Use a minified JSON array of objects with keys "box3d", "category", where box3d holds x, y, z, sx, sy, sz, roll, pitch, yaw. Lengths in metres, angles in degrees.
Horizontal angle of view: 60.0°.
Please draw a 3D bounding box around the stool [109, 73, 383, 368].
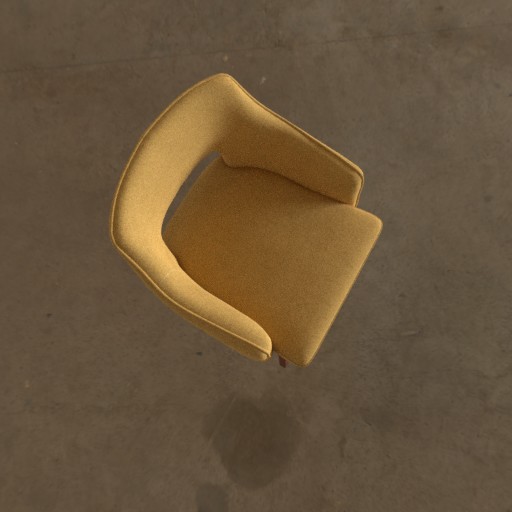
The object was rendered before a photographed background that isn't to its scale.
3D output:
[{"box3d":[0.000,0.000,1.355,0.558,1.012,0.548,29,78,7],"category":"stool"}]
